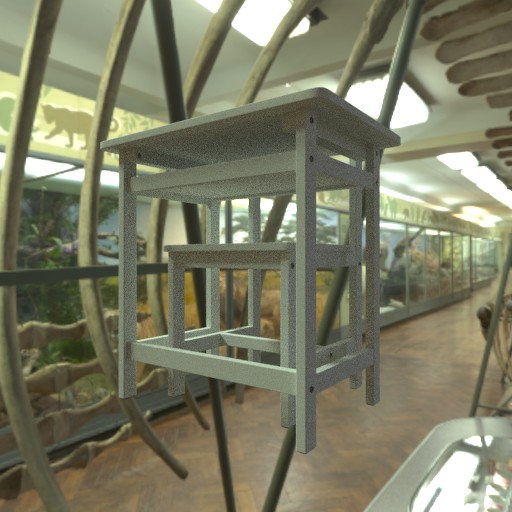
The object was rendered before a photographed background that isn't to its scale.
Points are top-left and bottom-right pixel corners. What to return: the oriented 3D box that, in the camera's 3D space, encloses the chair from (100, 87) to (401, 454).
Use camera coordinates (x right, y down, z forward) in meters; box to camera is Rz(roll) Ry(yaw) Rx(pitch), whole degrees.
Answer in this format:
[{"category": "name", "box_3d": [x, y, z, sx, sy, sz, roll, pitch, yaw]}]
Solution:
[{"category": "chair", "box_3d": [0.000, 0.000, 1.061, 0.599, 0.673, 0.461, 0, 0, 36]}]
